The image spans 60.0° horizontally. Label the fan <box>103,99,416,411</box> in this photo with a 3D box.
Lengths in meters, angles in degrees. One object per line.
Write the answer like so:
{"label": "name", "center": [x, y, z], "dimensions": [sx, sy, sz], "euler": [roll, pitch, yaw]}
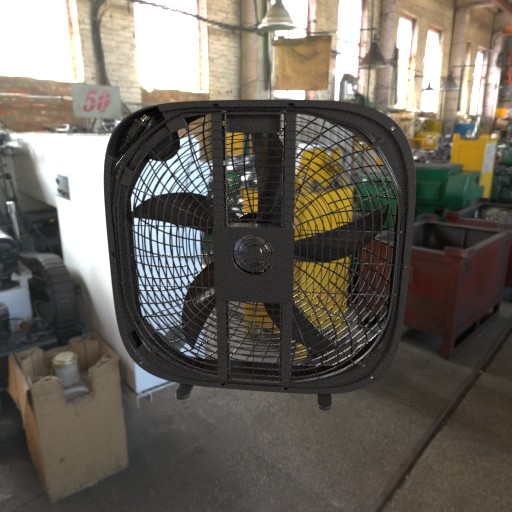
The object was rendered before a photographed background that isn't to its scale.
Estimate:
{"label": "fan", "center": [0.000, 0.000, 0.807], "dimensions": [0.526, 0.533, 0.142], "euler": [2, 16, 7]}
